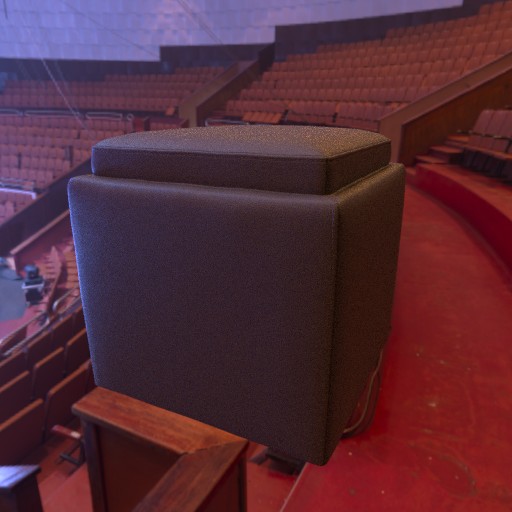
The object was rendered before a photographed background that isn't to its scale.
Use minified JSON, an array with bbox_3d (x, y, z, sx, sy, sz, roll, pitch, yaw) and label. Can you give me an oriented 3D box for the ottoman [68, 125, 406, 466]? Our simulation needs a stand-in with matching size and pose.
[{"bbox_3d":[0.000,0.000,0.818,0.451,0.460,0.450,9,20,26],"label":"ottoman"}]
